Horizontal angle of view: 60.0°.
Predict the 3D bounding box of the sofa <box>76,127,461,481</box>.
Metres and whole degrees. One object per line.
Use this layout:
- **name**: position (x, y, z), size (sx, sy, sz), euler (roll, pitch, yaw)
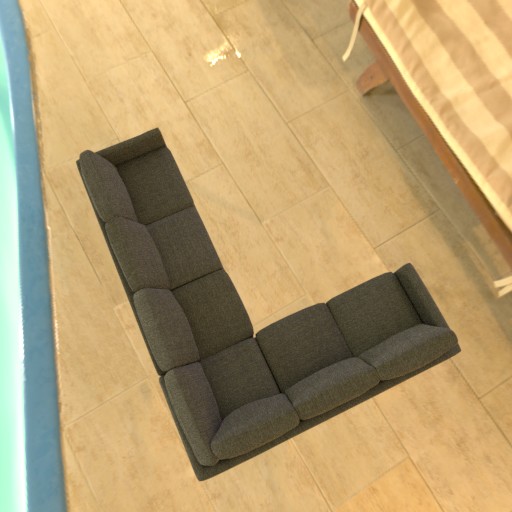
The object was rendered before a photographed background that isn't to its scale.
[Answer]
- **sofa**: position (0.000, 0.000, 4.438), size (2.593, 0.947, 3.302), euler (-24, 75, -7)
